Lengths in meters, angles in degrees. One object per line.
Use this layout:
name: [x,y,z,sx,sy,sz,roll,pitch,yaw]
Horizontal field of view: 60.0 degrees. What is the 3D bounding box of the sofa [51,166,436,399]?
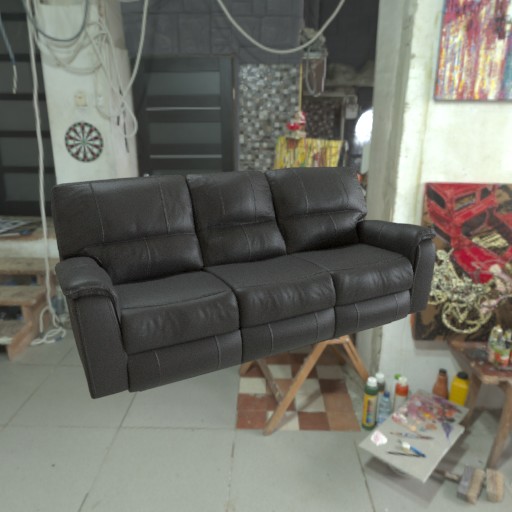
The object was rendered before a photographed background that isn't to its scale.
sofa: [0.000,0.000,3.170,2.627,1.134,1.104,-9,19,-27]
